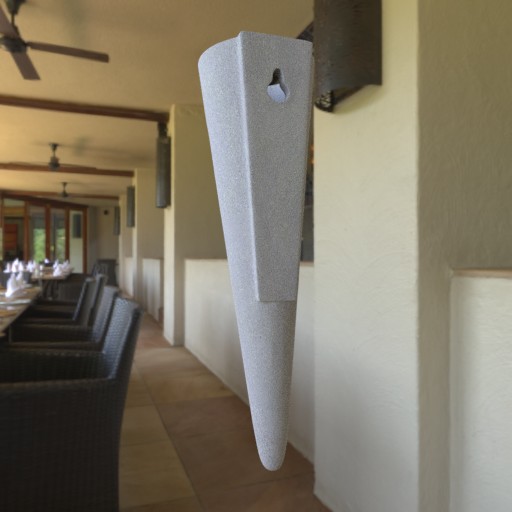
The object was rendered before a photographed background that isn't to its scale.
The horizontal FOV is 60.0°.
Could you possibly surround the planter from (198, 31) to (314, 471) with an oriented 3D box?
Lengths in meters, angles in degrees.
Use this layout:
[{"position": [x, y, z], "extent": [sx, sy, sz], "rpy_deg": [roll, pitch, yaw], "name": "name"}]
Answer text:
[{"position": [0.000, 0.000, 0.301], "extent": [0.078, 0.259, 0.087], "rpy_deg": [0, 0, -18], "name": "planter"}]
